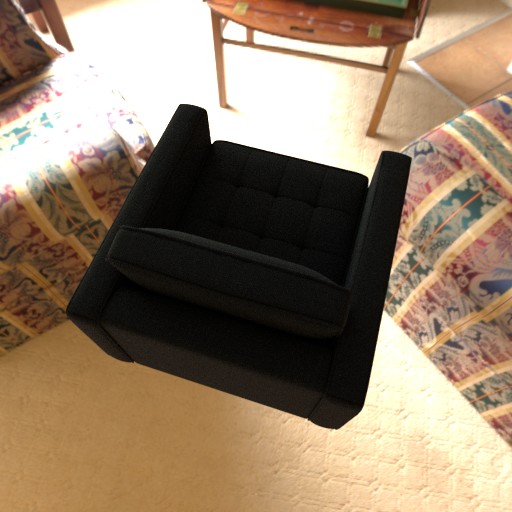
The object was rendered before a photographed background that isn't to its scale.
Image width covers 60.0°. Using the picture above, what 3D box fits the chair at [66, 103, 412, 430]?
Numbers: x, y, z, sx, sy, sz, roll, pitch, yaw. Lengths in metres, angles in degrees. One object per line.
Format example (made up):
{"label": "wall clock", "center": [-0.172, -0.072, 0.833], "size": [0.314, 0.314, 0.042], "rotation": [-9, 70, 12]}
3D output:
{"label": "chair", "center": [0.000, 0.000, 1.593], "size": [0.899, 0.770, 0.920], "rotation": [16, 63, 8]}
